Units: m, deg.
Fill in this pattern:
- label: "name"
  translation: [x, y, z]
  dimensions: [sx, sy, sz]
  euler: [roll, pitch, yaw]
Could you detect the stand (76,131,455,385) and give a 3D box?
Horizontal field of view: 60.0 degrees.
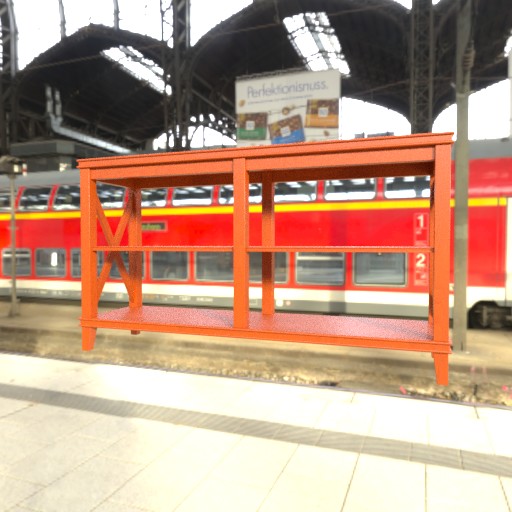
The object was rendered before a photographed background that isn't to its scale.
- label: "stand"
  translation: [0.000, 0.000, 1.720]
  dimensions: [1.372, 0.762, 0.381]
  euler: [1, 2, 19]
